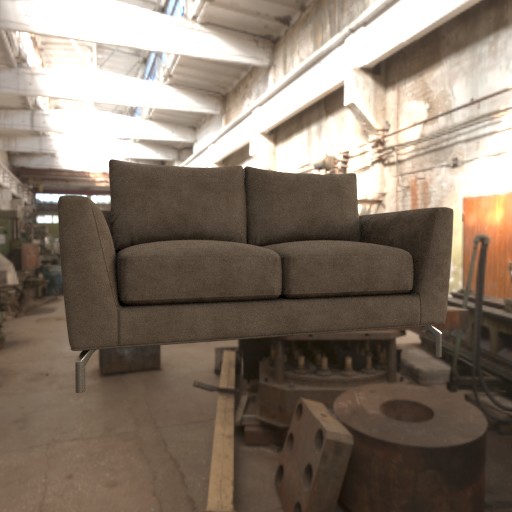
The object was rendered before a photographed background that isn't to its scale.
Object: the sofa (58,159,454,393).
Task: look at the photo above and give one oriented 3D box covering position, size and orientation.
[{"bbox_3d":[0.000,0.000,2.327,1.832,1.013,0.855,-1,2,-19],"label":"sofa"}]
